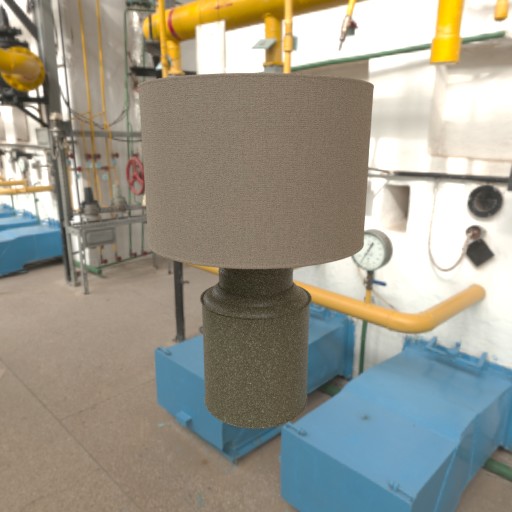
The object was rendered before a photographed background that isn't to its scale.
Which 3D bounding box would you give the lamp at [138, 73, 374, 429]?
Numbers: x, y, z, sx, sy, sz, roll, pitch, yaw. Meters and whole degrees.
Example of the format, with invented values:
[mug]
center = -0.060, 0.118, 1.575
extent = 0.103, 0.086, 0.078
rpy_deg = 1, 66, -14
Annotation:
[lamp]
center = 0.000, 0.000, 0.678
extent = 0.318, 0.486, 0.318
rpy_deg = 0, 15, 0
